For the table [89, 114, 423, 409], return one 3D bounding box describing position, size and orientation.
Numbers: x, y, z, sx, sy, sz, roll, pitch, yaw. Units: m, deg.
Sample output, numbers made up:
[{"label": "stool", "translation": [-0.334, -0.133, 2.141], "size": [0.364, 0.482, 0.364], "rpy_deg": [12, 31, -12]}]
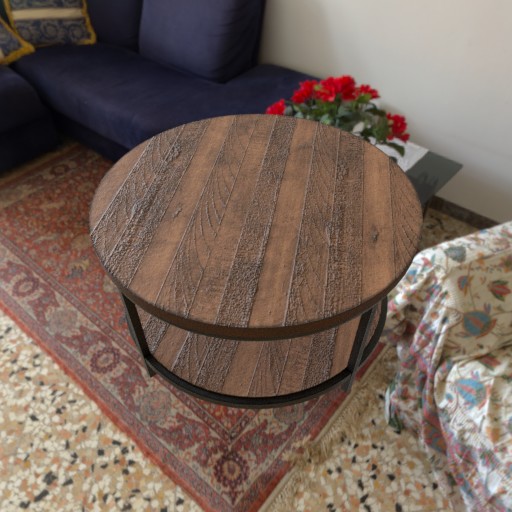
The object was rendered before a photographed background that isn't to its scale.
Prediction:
[{"label": "table", "translation": [0.000, 0.000, 1.313], "size": [0.837, 0.462, 0.837], "rpy_deg": [0, 46, 0]}]
